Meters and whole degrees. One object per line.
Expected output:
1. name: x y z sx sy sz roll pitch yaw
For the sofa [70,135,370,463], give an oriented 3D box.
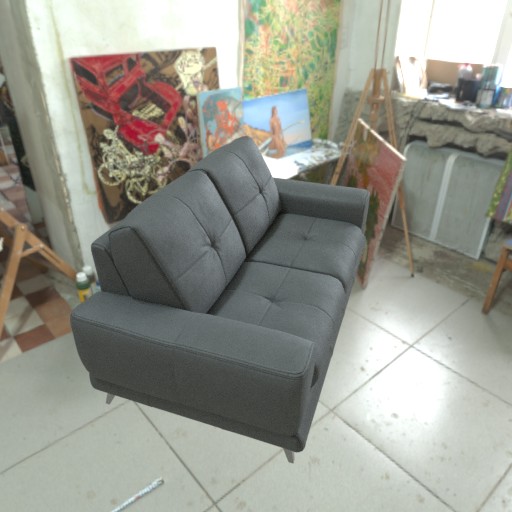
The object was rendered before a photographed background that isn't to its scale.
1. sofa: 0.000 0.000 2.403 1.018 0.907 1.806 11 33 17
